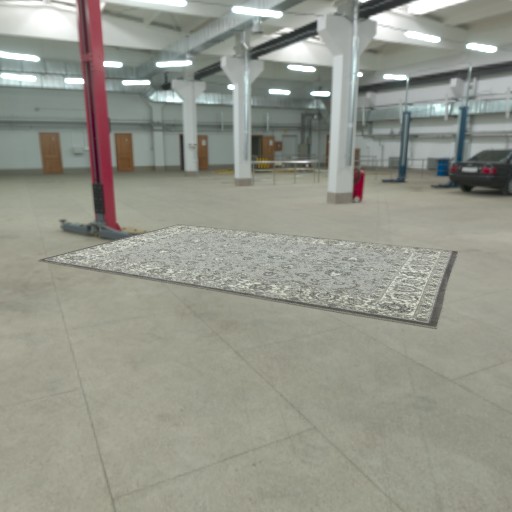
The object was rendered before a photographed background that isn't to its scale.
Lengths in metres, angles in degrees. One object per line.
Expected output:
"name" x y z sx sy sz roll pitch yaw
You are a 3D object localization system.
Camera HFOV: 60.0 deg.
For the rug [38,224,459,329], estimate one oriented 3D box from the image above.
"rug" 0.000 0.000 3.005 2.438 0.011 1.524 7 16 26
